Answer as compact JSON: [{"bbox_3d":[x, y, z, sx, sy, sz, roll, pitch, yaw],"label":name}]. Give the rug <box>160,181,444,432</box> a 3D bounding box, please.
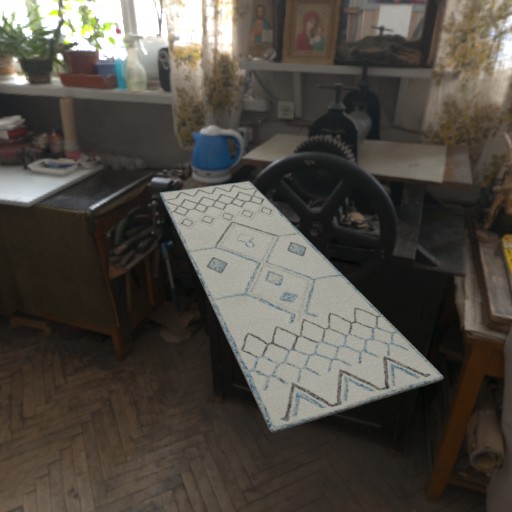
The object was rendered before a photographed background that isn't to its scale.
[{"bbox_3d":[0.000,0.000,2.705,0.770,0.013,2.434,-10,32,-17],"label":"rug"}]
